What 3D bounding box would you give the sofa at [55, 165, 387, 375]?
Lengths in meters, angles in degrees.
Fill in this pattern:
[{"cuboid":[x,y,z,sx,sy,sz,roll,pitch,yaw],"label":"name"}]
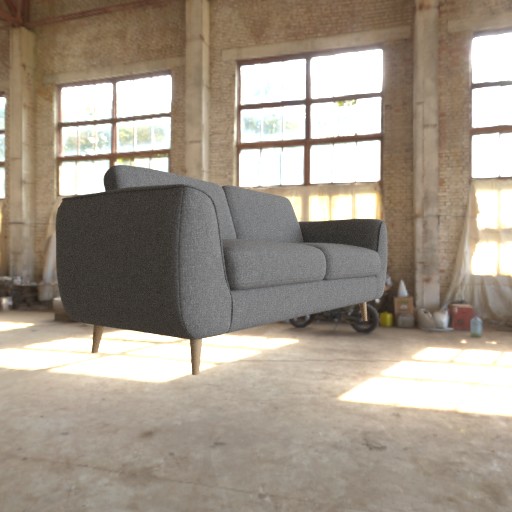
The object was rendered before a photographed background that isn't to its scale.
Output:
[{"cuboid":[0.000,0.000,2.489,0.920,0.870,2.000,0,0,36],"label":"sofa"}]
